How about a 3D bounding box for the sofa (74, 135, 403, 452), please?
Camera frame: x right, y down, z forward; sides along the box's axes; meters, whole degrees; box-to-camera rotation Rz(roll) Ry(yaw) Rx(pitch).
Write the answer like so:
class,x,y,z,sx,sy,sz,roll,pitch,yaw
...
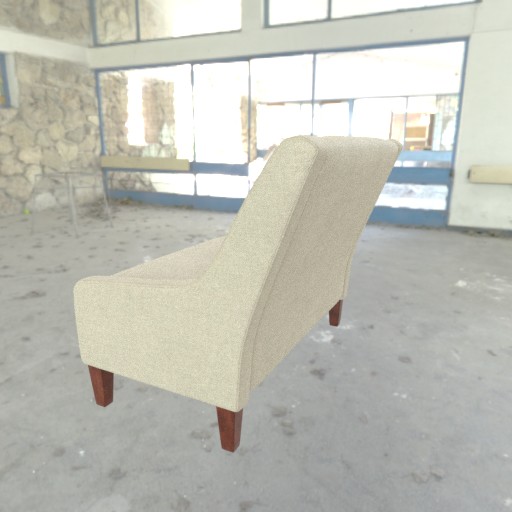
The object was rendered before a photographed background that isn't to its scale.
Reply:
class,x,y,z,sx,sy,sz,roll,pitch,yaw
sofa,0.000,0.000,1.880,0.946,0.976,1.212,7,16,26
